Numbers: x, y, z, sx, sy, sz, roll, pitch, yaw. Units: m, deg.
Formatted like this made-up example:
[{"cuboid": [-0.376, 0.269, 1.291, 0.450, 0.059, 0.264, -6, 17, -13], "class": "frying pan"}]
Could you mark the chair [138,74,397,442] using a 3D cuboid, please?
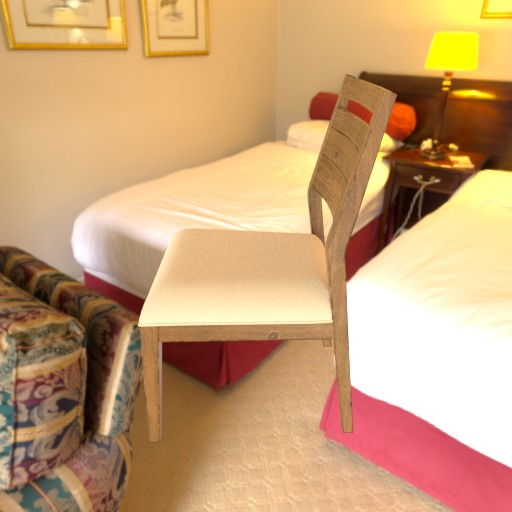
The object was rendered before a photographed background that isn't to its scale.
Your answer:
[{"cuboid": [0.000, 0.000, 1.271, 0.610, 0.939, 0.497, 0, 27, 0], "class": "chair"}]
